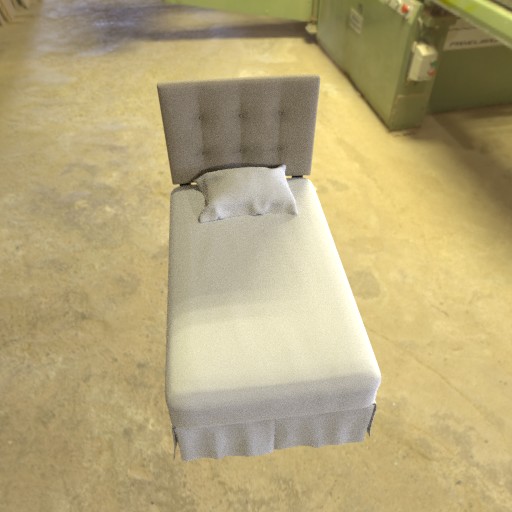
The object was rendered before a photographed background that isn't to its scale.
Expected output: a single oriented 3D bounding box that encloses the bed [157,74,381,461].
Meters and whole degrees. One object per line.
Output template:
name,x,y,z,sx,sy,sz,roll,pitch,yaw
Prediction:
bed,0.000,0.000,2.939,1.261,1.571,1.997,-5,45,-5
